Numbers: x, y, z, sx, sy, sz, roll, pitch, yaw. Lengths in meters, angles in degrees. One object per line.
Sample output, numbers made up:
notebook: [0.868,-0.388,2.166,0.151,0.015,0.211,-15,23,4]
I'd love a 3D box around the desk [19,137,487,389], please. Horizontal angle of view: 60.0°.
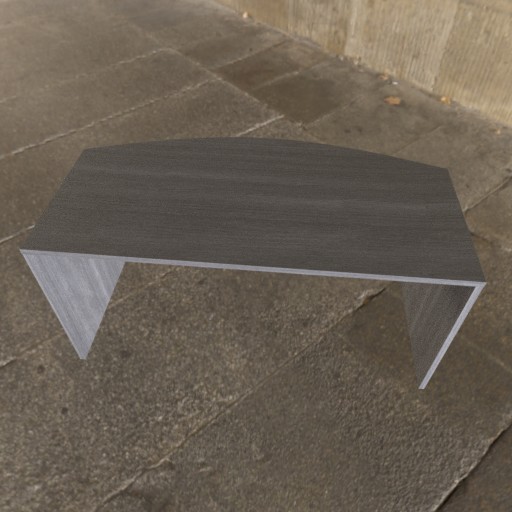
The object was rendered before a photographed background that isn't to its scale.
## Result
desk: [0.000,0.000,2.055,1.600,0.750,0.802,4,47,4]
